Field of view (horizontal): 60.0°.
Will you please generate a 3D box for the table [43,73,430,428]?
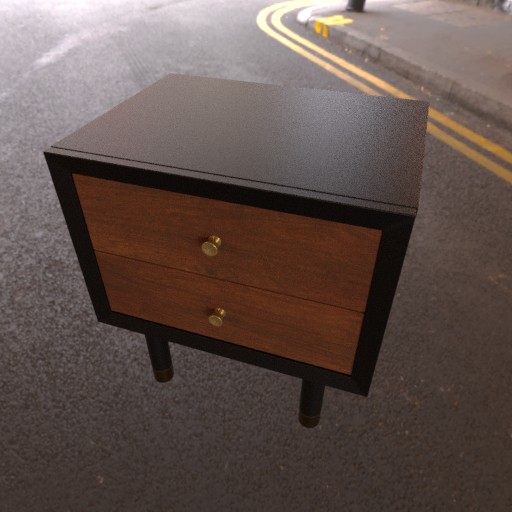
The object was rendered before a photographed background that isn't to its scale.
[{"bbox_3d":[0.000,0.000,0.955,0.564,0.584,0.441,12,40,15],"label":"table"}]
